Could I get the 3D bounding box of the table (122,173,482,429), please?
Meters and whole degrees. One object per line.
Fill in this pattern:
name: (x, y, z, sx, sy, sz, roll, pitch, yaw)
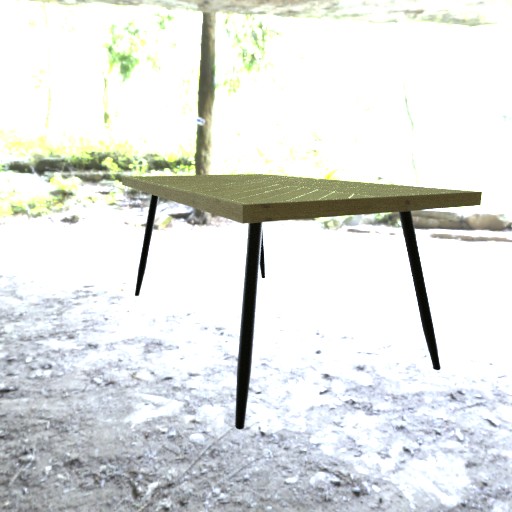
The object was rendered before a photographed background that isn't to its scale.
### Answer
table: (0.000, 0.000, 2.312, 0.991, 0.762, 1.803, -6, 14, -26)
